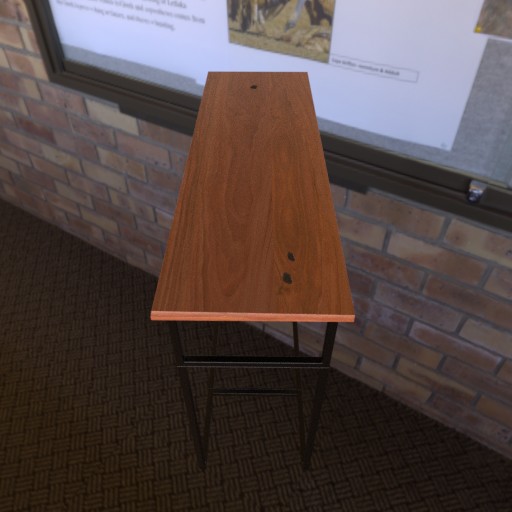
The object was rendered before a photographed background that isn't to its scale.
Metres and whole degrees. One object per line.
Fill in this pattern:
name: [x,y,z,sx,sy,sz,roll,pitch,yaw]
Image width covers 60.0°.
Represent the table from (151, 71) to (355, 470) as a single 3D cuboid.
table: [0.000,0.000,1.412,0.350,0.750,1.100,0,43,0]
